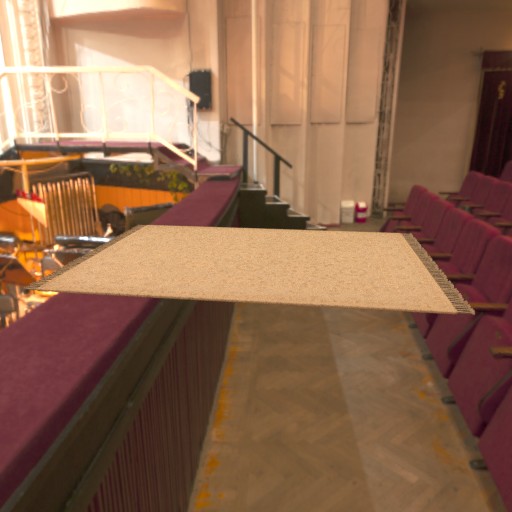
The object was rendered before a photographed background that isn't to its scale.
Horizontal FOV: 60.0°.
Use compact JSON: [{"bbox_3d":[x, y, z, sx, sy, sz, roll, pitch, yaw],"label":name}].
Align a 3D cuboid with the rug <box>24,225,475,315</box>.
[{"bbox_3d":[0.000,0.000,2.294,1.771,0.015,1.223,2,17,8],"label":"rug"}]
